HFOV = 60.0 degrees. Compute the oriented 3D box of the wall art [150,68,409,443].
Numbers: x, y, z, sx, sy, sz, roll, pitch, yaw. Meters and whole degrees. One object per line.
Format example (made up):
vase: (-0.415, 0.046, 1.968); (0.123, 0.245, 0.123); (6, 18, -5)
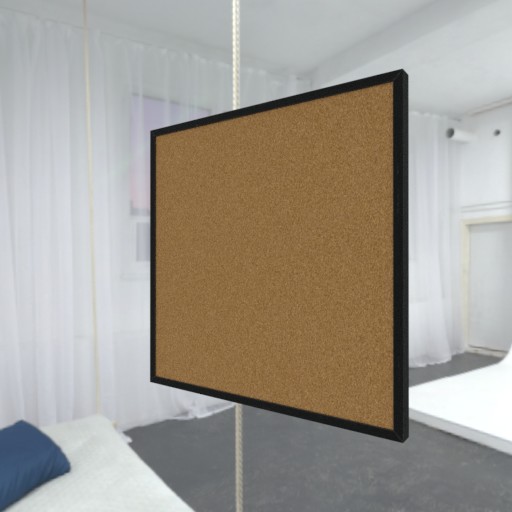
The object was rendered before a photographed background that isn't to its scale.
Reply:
wall art: (0.000, 0.000, 1.136); (0.761, 0.761, 0.037); (0, 0, 36)
